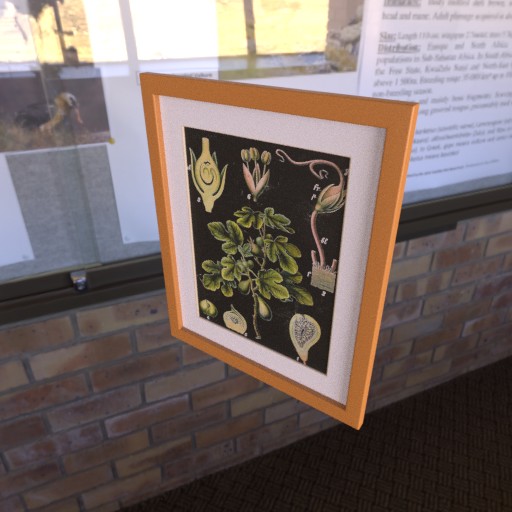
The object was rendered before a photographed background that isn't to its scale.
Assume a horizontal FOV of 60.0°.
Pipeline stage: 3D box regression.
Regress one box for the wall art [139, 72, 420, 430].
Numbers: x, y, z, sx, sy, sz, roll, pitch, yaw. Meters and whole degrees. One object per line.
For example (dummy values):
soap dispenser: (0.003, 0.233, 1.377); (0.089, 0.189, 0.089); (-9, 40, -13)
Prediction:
wall art: (0.000, 0.000, 0.521); (0.310, 0.379, 0.015); (19, 35, 29)
